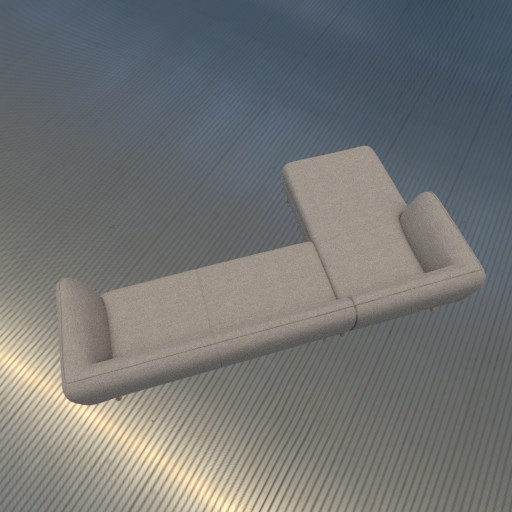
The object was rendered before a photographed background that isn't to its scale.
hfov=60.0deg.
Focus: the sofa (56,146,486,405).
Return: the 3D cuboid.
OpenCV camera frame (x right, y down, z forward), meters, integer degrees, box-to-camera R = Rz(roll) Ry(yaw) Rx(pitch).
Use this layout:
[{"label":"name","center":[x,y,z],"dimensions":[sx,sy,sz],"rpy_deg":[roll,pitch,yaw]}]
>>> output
[{"label":"sofa","center":[0.000,0.000,3.245],"dimensions":[2.653,0.693,1.532],"rpy_deg":[-14,60,-8]}]
